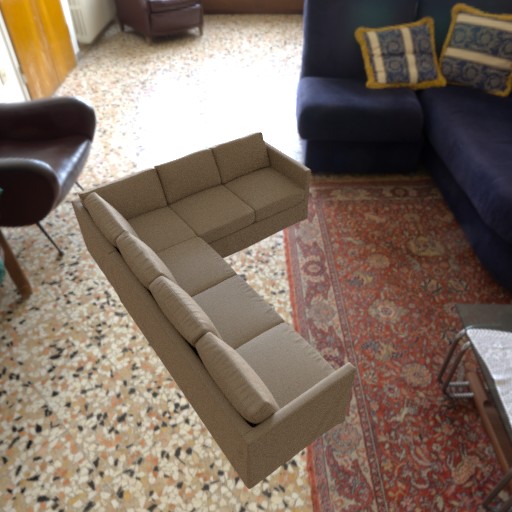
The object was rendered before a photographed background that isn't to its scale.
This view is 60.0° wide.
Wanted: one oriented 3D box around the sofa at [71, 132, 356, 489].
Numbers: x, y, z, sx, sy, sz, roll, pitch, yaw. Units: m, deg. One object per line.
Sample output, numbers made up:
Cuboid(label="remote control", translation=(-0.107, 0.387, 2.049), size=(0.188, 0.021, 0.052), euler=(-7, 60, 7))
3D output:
Cuboid(label="sofa", translation=(0.000, 0.000, 4.285), size=(2.432, 0.871, 3.182), euler=(-26, 48, -26))
